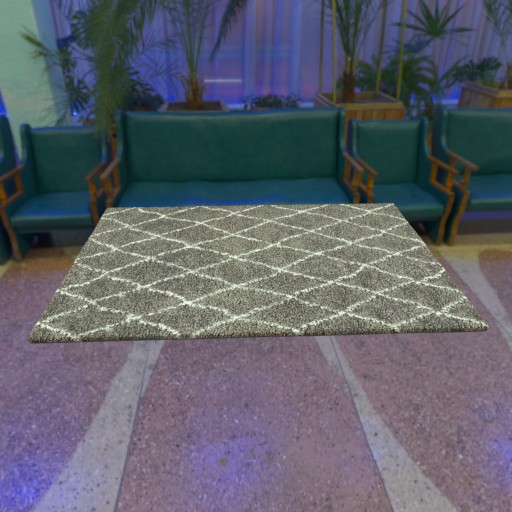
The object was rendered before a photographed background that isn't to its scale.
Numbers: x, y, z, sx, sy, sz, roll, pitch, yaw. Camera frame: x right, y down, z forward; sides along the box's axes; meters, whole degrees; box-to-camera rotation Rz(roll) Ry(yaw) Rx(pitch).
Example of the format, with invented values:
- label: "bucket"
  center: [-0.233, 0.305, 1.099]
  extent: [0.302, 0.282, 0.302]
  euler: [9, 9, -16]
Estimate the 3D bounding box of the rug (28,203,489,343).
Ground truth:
- label: "rug"
  center: [0.000, 0.000, 2.224]
  extent: [1.778, 0.030, 1.219]
  euler: [-1, 30, -2]
